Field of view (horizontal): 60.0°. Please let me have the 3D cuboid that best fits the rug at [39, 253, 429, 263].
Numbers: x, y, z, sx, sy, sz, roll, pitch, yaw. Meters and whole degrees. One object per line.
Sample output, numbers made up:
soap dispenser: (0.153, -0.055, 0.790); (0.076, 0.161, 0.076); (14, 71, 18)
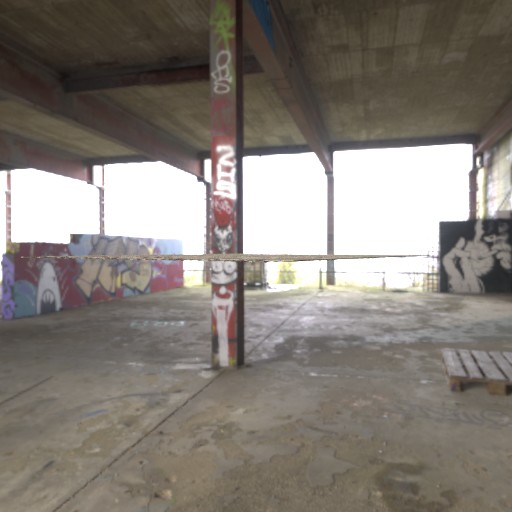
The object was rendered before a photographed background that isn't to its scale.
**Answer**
rug: (0.000, 0.000, 4.018); (2.438, 0.010, 3.048); (1, 1, 35)
